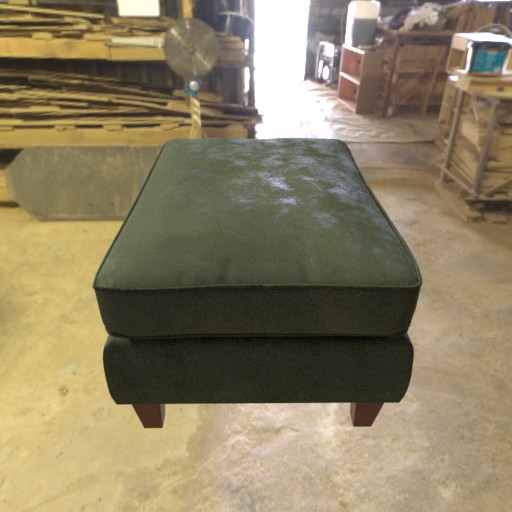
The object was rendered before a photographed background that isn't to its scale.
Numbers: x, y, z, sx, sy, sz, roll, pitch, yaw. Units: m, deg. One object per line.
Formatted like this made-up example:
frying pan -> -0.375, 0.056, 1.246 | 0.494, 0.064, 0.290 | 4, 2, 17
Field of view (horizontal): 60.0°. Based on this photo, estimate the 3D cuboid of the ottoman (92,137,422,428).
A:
ottoman -> 0.000, 0.000, 1.241 | 0.632, 0.495, 0.864 | 0, 32, 0
